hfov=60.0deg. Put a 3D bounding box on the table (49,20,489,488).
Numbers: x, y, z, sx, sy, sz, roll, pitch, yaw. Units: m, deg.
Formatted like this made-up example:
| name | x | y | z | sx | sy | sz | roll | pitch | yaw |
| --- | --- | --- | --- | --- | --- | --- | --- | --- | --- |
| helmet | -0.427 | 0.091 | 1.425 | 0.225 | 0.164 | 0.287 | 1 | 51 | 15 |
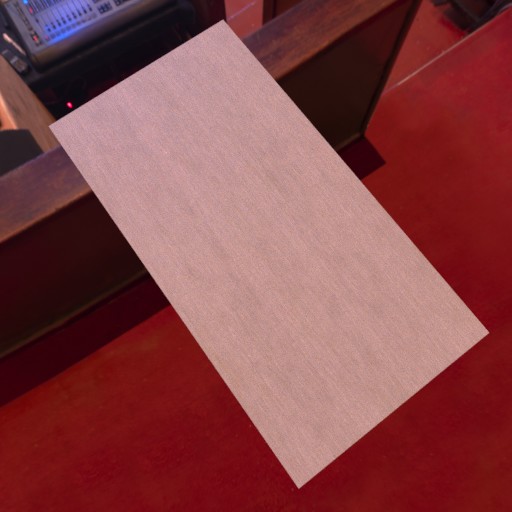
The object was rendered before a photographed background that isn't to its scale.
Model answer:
| name | x | y | z | sx | sy | sz | roll | pitch | yaw |
| --- | --- | --- | --- | --- | --- | --- | --- | --- | --- |
| table | 0.000 | 0.000 | 1.851 | 0.729 | 0.874 | 1.397 | -35 | 79 | -8 |
